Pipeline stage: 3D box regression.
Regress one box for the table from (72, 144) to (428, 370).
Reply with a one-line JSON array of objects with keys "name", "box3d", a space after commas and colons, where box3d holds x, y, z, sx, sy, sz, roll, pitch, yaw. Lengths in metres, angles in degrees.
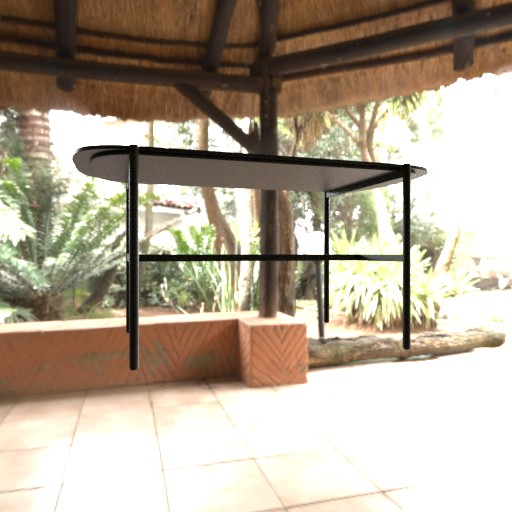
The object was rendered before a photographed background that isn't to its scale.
[{"name": "table", "box3d": [0.000, 0.000, 1.051, 0.800, 0.400, 0.400, 0, 0, -17]}]
